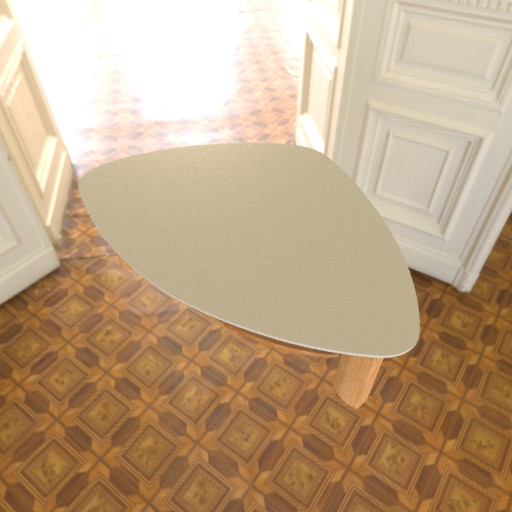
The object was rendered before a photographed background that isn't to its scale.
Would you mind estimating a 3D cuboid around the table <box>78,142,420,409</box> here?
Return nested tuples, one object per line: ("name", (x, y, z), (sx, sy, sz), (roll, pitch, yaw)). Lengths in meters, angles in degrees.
("table", (0.000, 0.000, 1.629), (1.250, 0.440, 0.850), (27, 52, 23))
